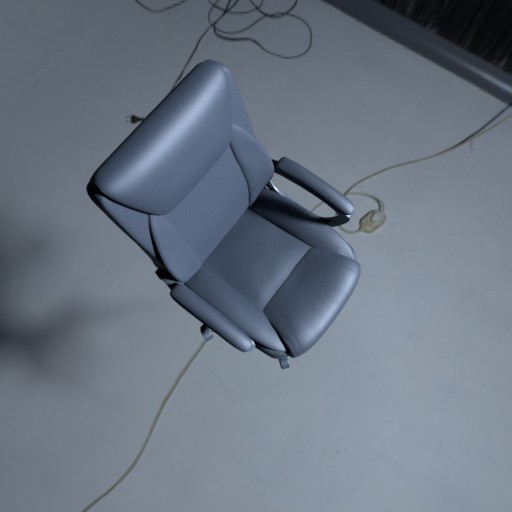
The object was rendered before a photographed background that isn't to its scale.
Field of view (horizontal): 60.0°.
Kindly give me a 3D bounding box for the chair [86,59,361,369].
[{"bbox_3d":[0.000,0.000,1.465,0.655,1.072,0.615,36,77,10],"label":"chair"}]
